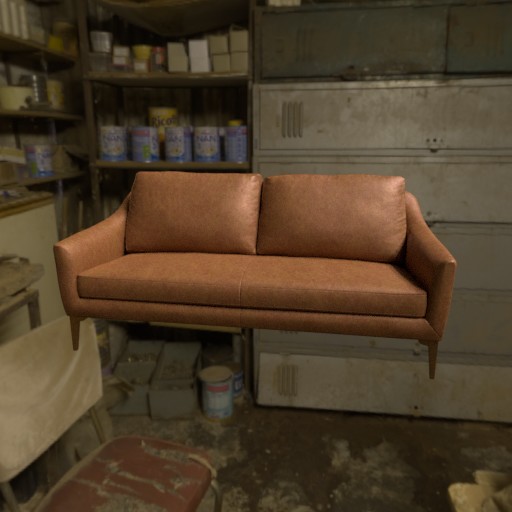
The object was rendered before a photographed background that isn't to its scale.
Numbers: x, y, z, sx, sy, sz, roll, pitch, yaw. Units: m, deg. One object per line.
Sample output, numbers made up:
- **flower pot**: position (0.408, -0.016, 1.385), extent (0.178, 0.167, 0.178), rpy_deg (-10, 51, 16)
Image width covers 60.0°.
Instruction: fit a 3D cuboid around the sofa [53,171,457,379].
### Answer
- **sofa**: position (0.000, 0.000, 2.657), extent (2.036, 0.945, 0.981), rpy_deg (2, 15, 9)
